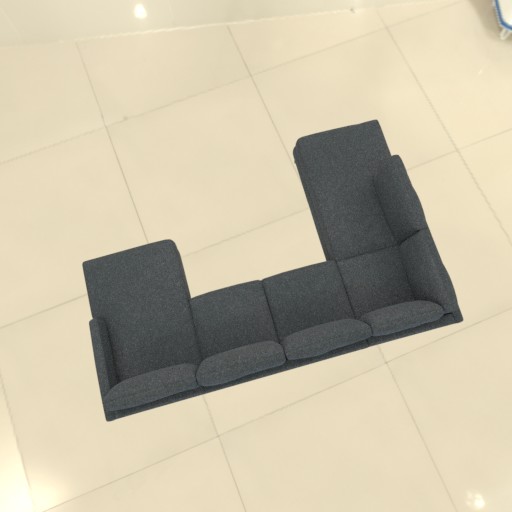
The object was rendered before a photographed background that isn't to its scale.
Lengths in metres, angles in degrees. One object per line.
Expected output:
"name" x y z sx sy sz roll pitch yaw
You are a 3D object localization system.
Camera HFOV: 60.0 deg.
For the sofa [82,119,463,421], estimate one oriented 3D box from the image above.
"sofa" 0.000 0.000 3.857 2.956 0.813 2.007 -15 76 -4
